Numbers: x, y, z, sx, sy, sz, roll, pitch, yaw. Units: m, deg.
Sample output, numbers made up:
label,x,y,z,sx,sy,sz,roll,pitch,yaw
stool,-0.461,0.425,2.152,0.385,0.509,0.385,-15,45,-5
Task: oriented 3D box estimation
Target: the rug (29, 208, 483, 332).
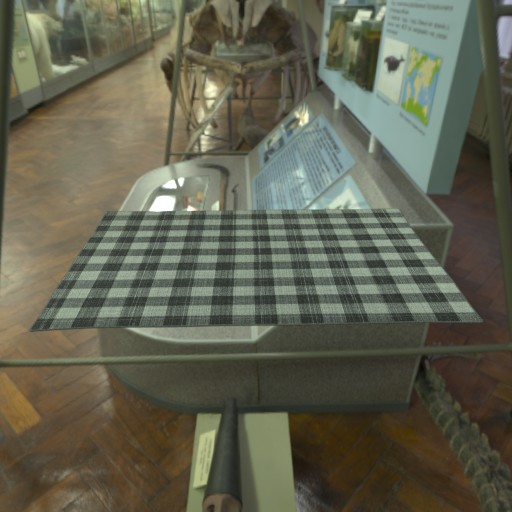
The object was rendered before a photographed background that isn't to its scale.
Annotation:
label,x,y,z,sx,sy,sz,roll,pitch,yaw
rug,0.000,0.000,3.068,2.476,0.011,1.554,-1,30,-1
